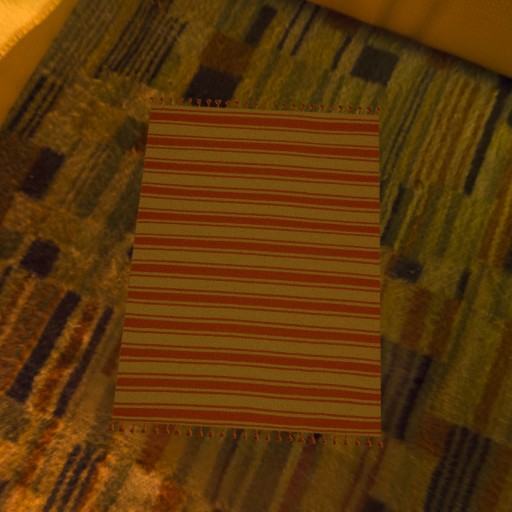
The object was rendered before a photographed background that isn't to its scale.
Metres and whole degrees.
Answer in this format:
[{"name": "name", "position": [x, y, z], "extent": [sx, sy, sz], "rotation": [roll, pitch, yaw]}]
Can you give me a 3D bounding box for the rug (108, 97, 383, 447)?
[{"name": "rug", "position": [0.000, 0.000, 4.326], "extent": [2.451, 0.035, 3.369], "rotation": [3, 77, 1]}]
